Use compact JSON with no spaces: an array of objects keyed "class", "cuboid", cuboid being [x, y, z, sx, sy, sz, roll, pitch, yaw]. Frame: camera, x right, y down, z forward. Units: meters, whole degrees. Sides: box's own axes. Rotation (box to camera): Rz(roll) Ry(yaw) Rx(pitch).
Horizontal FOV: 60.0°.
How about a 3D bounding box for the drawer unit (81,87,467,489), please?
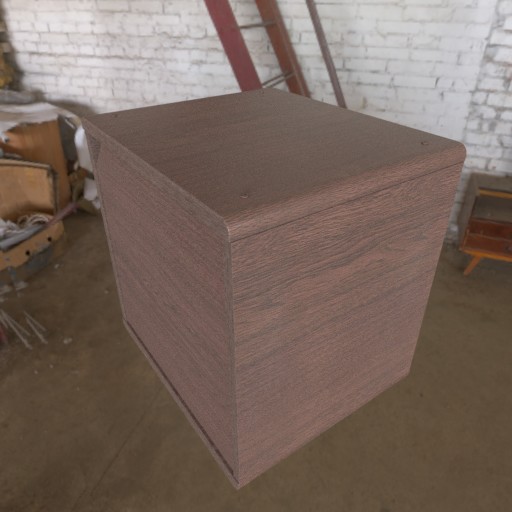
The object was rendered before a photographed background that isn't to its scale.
[{"class":"drawer unit","cuboid":[0.000,0.000,0.591,0.290,0.344,0.344,-21,38,-29]}]
